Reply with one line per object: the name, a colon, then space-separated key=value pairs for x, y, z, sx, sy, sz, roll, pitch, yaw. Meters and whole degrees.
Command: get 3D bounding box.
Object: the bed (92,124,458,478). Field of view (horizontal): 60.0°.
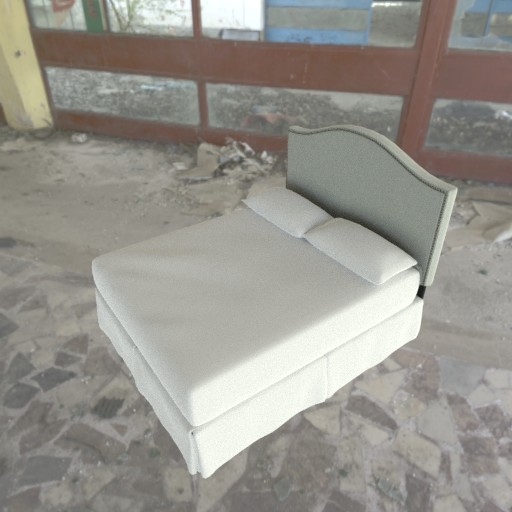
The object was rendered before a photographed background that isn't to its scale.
bed: x=0.000 y=0.000 z=3.408 sx=2.180 sy=1.607 sz=1.813 roll=-21 pitch=39 yaw=-29
